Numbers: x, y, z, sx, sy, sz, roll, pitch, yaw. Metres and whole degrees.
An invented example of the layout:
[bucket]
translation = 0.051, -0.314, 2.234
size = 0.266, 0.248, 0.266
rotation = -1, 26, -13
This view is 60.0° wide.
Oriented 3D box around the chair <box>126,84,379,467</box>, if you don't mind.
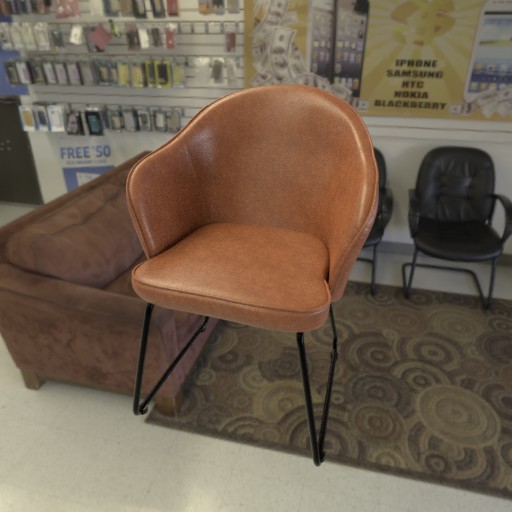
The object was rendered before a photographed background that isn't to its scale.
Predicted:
[chair]
translation = 0.000, 0.000, 1.163
size = 0.582, 0.785, 0.580
rotation = 8, 29, 15
